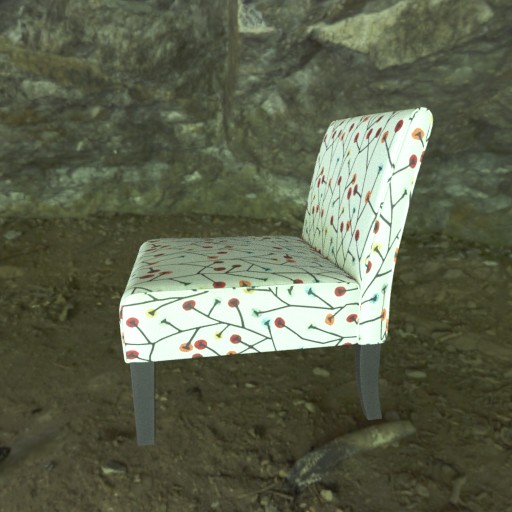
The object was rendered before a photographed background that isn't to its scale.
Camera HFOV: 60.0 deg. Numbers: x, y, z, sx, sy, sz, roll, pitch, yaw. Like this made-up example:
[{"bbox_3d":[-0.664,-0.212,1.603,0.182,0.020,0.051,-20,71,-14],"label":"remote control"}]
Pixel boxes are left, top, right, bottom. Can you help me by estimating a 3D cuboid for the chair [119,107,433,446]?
[{"bbox_3d":[0.000,0.000,1.323,0.732,0.813,0.597,-2,14,-9],"label":"chair"}]
